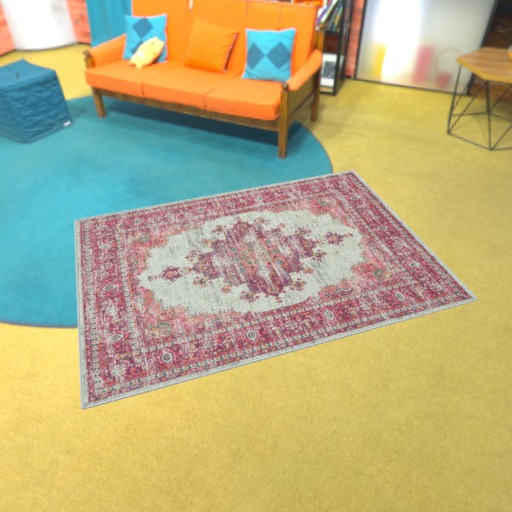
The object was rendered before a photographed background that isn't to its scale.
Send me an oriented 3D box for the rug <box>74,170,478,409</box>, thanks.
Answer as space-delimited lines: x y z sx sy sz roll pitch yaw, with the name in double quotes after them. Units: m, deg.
0.000 0.000 2.883 2.232 0.011 1.555 -12 43 -14 "rug"
